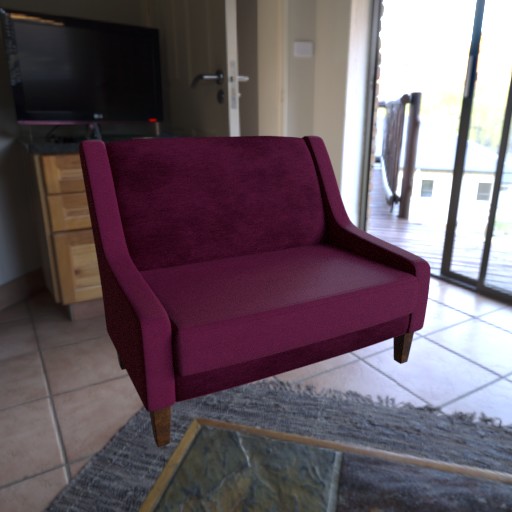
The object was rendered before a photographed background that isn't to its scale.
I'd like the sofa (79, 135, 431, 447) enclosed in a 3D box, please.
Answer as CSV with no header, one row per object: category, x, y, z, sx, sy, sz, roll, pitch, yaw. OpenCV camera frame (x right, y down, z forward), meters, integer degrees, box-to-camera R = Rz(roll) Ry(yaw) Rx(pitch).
sofa,0.000,0.000,1.928,1.242,0.976,0.946,-9,19,-27
